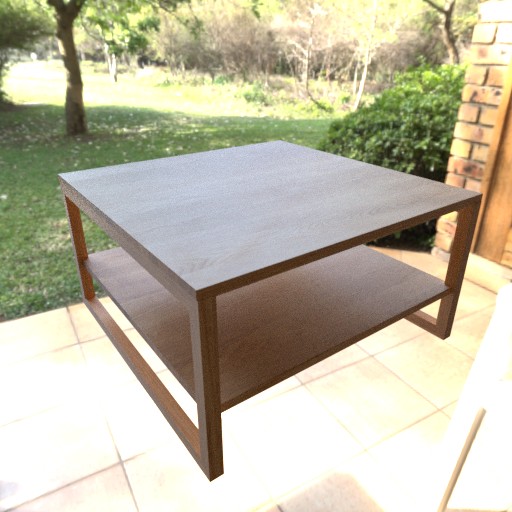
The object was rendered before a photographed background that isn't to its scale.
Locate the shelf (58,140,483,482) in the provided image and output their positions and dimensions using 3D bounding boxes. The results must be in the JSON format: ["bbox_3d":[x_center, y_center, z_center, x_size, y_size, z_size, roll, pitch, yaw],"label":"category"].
[{"bbox_3d":[0.000,0.000,1.417,0.899,0.480,0.899,-18,31,-32],"label":"shelf"}]
